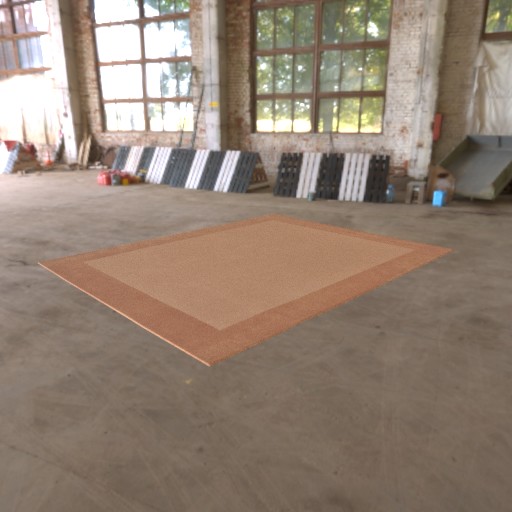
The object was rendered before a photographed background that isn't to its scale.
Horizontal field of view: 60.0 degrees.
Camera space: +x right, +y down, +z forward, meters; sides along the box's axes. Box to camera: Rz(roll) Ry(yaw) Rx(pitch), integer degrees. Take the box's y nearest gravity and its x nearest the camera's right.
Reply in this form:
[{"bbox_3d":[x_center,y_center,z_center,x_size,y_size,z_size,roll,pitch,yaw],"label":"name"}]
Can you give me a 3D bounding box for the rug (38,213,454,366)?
[{"bbox_3d":[0.000,0.000,4.123,3.057,0.021,2.431,-16,23,-42],"label":"rug"}]
